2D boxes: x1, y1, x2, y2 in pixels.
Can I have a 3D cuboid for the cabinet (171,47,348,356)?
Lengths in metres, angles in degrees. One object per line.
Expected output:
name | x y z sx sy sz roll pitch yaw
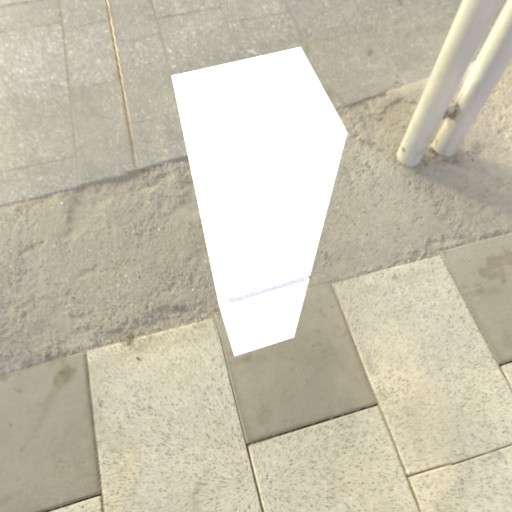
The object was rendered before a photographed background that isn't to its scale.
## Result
cabinet | 0.000 0.000 1.549 0.300 1.400 0.269 -16 64 -8
